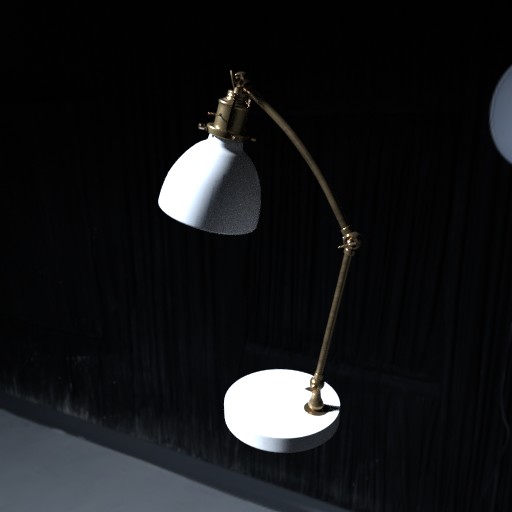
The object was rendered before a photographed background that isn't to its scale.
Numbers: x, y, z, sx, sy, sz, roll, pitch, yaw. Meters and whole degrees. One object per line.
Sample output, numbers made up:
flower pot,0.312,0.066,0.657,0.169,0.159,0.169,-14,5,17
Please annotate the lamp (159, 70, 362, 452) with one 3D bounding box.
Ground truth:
lamp,0.000,0.000,0.672,0.317,0.522,0.186,8,18,25
